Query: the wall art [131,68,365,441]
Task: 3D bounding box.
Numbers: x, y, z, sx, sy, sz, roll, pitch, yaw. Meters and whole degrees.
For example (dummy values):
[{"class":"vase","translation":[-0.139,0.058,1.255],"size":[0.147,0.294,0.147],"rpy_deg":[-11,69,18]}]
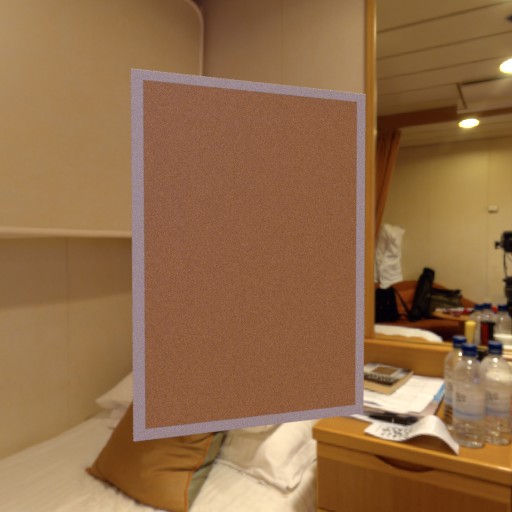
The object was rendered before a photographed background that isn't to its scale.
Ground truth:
[{"class":"wall art","translation":[0.000,0.000,0.563],"size":[0.303,0.433,0.013],"rpy_deg":[0,2,-17]}]
